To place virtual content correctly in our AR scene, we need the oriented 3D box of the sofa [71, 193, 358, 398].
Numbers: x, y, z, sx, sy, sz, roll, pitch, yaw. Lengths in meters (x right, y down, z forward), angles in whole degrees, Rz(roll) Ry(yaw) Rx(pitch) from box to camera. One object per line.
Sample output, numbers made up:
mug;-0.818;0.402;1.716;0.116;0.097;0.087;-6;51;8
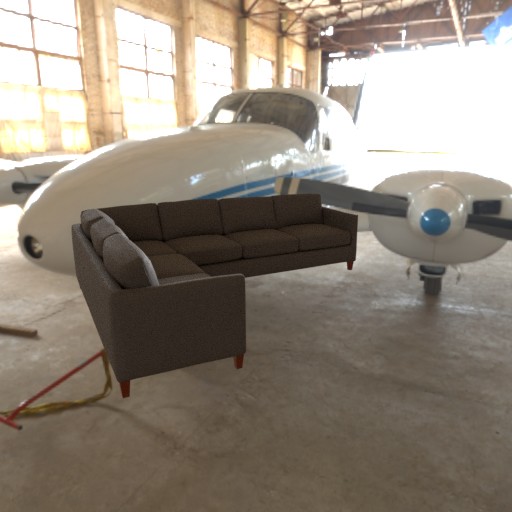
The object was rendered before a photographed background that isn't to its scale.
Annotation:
sofa;0.000;0.000;4.561;3.302;0.947;2.593;-8;17;-26
